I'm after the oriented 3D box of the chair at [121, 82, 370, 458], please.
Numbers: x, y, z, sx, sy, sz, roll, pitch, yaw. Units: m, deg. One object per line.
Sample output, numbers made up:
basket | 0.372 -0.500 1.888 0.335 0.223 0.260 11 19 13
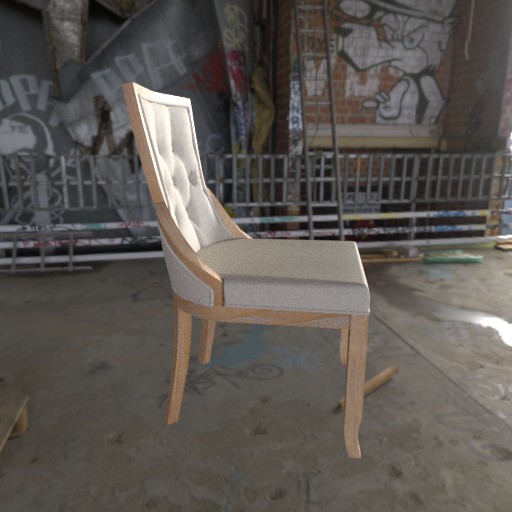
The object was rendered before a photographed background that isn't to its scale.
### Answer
chair | 0.000 0.000 1.345 0.641 0.947 0.524 2 15 9
